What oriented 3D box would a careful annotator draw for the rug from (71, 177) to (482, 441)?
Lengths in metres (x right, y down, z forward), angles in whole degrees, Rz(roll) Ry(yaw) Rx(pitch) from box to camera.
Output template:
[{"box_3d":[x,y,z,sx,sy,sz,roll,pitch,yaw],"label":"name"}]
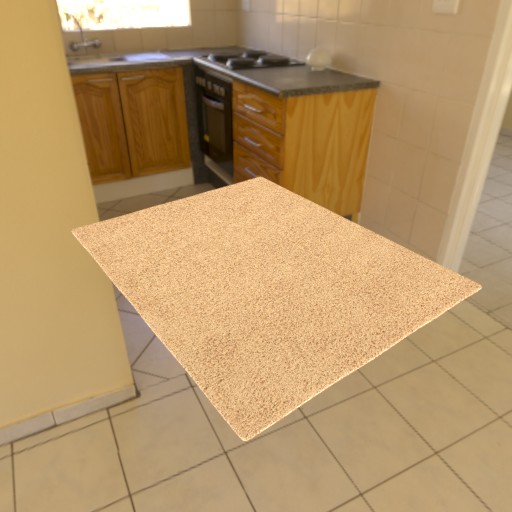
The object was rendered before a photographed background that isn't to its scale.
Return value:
[{"box_3d":[0.000,0.000,4.094,2.438,0.029,3.047,-21,38,-31],"label":"rug"}]
